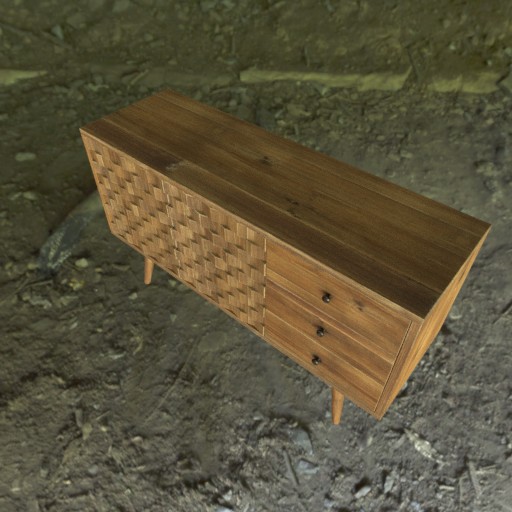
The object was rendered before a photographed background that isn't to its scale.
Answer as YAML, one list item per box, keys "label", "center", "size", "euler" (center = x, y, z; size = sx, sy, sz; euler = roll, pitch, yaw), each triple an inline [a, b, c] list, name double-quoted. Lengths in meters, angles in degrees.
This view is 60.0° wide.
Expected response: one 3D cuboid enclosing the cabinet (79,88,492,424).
- label: "cabinet"
  center: [0.000, 0.000, 1.764]
  size: [1.400, 0.800, 0.472]
  euler: [31, 53, 27]
